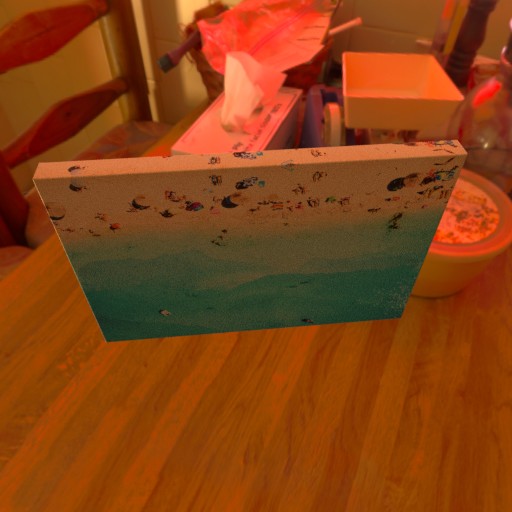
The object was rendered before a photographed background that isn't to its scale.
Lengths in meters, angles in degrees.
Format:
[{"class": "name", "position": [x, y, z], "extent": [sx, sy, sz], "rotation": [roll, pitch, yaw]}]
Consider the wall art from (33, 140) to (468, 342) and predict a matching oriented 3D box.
[{"class": "wall art", "position": [0.000, 0.000, 0.778], "extent": [0.609, 0.406, 0.039], "rotation": [-4, 47, -4]}]
